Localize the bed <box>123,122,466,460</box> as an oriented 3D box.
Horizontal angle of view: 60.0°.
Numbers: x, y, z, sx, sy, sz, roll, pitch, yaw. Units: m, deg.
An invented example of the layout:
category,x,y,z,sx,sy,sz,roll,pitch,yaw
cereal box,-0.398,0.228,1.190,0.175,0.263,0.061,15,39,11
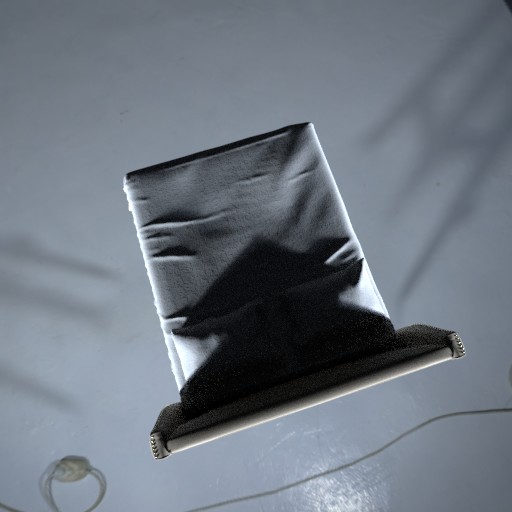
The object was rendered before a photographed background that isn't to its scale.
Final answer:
category,x,y,z,sx,sy,sz,roll,pitch,yaw
bed,0.000,0.000,3.438,1.925,1.332,2.276,-17,75,-5
